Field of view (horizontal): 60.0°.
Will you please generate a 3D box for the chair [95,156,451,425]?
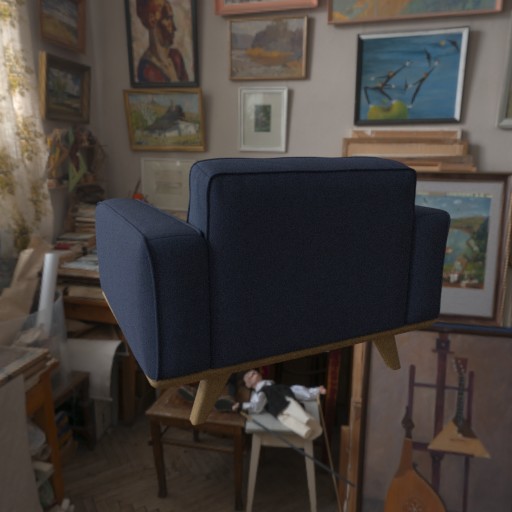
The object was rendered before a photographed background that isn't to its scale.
[{"bbox_3d":[0.000,0.000,1.767,1.118,0.783,0.953,-7,15,-25],"label":"chair"}]
